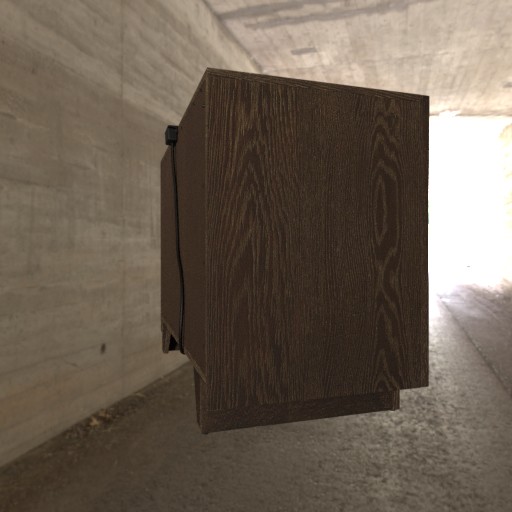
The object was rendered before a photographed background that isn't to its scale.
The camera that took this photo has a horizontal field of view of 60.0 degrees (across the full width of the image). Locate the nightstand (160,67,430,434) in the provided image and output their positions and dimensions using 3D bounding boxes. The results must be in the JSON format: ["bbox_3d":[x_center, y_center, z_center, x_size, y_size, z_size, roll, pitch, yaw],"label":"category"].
[{"bbox_3d":[0.000,0.000,1.143,0.457,0.612,0.775,0,0,-18],"label":"nightstand"}]
